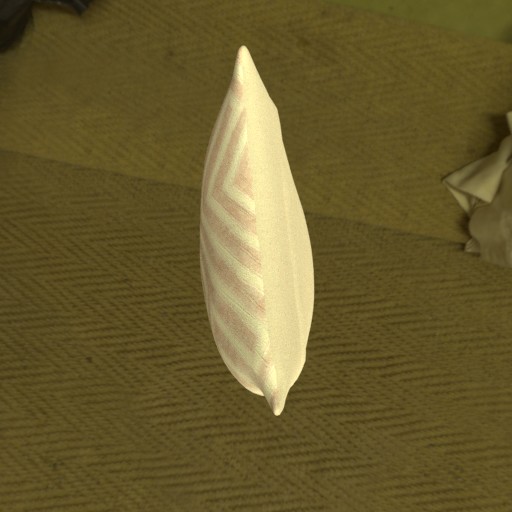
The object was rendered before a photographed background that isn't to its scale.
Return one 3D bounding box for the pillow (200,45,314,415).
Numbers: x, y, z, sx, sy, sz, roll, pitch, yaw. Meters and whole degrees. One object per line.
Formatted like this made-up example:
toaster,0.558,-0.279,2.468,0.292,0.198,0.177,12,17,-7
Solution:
pillow,0.000,0.000,0.696,0.182,0.441,0.440,-5,75,-1
